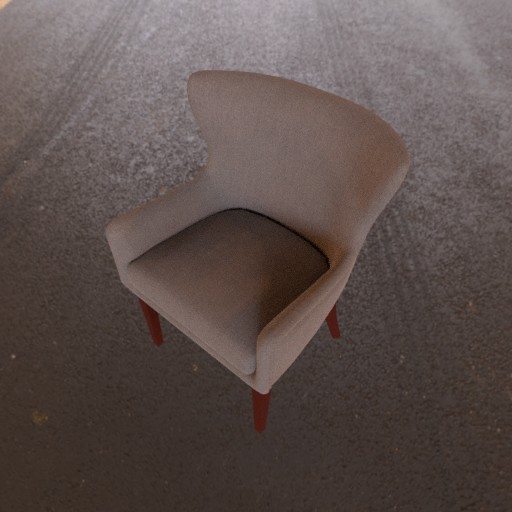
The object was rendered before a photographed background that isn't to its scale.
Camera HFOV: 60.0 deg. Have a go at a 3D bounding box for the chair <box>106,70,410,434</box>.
[{"bbox_3d":[0.000,0.000,1.466,0.732,0.948,0.677,32,55,26],"label":"chair"}]
